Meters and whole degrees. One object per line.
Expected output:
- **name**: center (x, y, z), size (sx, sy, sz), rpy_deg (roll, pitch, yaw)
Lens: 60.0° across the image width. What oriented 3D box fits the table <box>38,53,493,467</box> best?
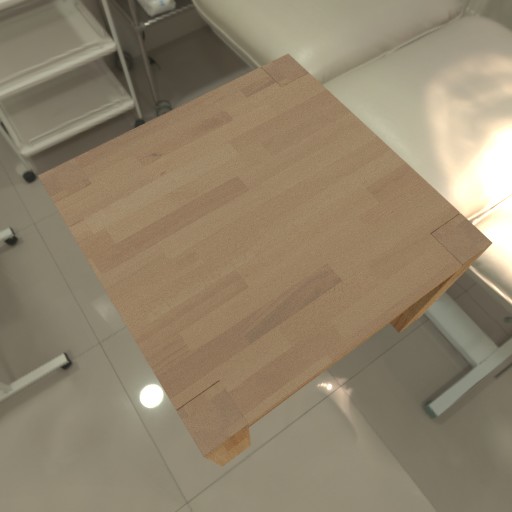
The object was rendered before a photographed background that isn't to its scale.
- **table**: center (0.000, 0.000, 1.150), size (0.700, 0.451, 0.700), rpy_deg (-32, 67, -15)
